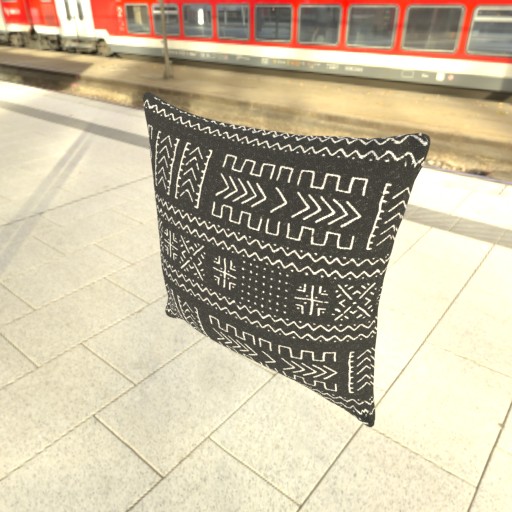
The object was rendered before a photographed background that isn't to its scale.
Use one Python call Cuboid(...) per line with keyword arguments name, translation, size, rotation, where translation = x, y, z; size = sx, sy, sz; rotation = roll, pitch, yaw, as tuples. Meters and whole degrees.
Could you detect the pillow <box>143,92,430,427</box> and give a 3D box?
Cuboid(name="pillow", translation=(0.000, 0.000, 0.661), size=(0.438, 0.430, 0.164), rotation=(21, 36, 32))
